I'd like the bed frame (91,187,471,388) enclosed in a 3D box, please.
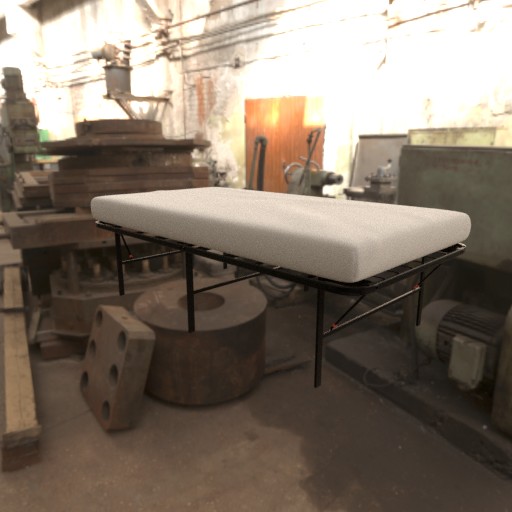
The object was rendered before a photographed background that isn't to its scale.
[{"bbox_3d":[0.000,0.000,2.435,0.989,0.619,1.903,-14,19,-43],"label":"bed frame"}]
